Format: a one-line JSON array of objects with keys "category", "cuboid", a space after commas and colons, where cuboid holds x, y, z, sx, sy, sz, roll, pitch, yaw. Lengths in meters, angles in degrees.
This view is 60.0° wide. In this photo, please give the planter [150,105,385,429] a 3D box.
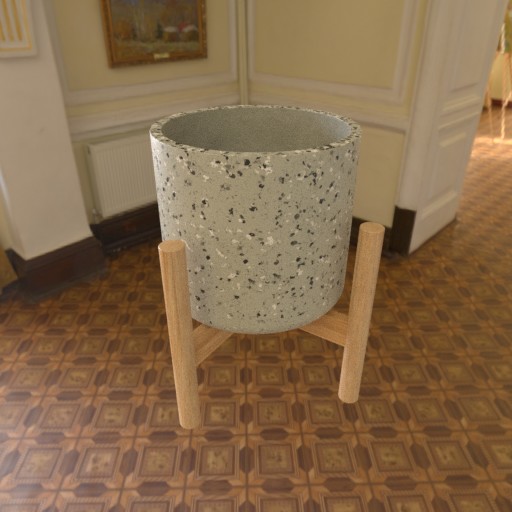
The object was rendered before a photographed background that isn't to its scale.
[{"category": "planter", "cuboid": [0.000, 0.000, 0.552, 0.284, 0.320, 0.284, -18, 34, -29]}]
